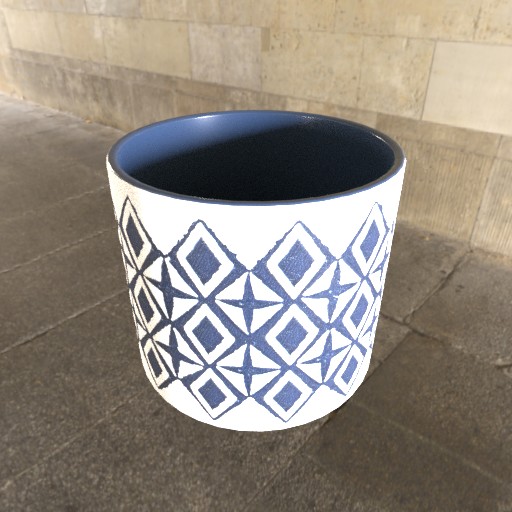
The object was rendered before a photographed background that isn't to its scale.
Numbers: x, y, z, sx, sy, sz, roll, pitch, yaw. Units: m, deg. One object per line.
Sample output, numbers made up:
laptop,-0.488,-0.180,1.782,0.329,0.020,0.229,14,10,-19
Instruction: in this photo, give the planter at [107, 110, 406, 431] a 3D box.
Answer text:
planter,0.000,0.000,0.280,0.159,0.144,0.159,0,31,0
